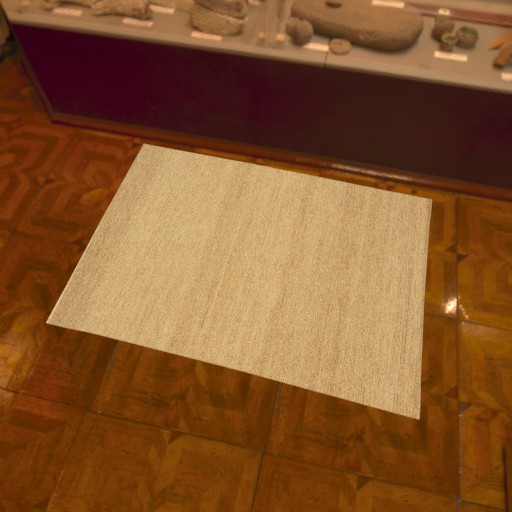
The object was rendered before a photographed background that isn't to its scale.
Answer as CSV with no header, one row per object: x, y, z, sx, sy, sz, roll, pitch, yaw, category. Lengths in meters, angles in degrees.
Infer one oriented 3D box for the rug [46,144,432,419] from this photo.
0.000,0.000,2.996,2.283,0.030,1.596,13,59,8,rug
